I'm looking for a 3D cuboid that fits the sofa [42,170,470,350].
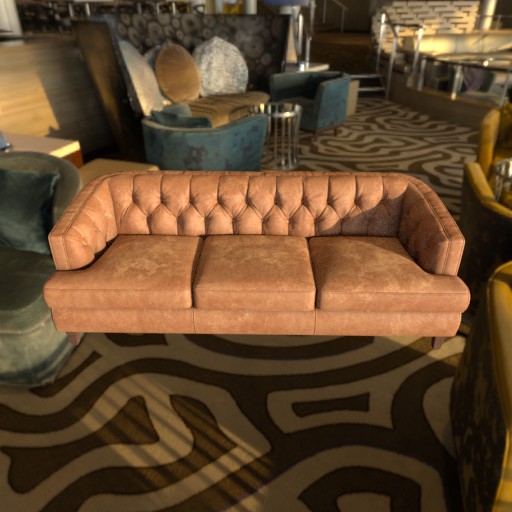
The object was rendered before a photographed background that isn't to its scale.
[{"bbox_3d":[0.000,0.000,2.701,2.257,0.791,0.922,1,30,1],"label":"sofa"}]
